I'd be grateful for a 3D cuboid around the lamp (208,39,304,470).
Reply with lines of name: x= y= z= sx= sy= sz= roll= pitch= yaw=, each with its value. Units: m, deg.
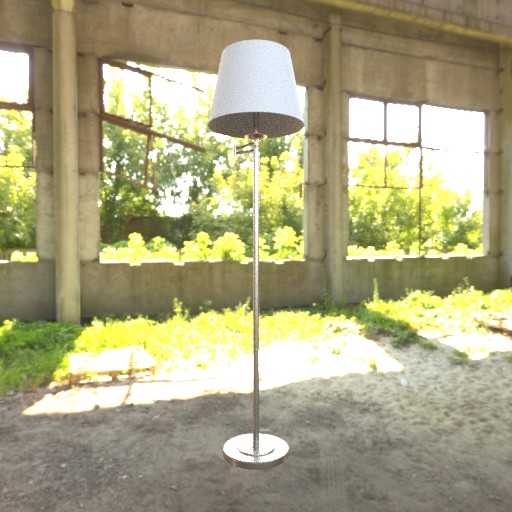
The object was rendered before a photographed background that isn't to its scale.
lamp: x=0.000 y=0.000 z=1.640 sx=0.355 sy=1.473 sz=0.355 roll=0 pitch=1 yaw=0
